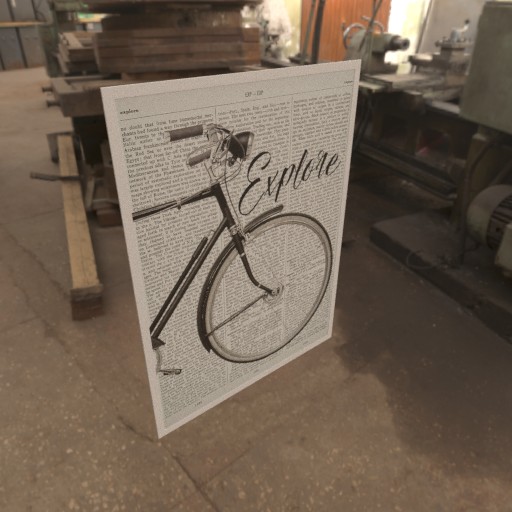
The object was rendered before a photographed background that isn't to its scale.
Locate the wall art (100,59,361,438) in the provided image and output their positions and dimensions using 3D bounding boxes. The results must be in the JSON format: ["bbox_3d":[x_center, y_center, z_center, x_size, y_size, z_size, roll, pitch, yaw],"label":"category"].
[{"bbox_3d":[0.000,0.000,0.785,0.457,0.610,0.003,-22,36,-33],"label":"wall art"}]
